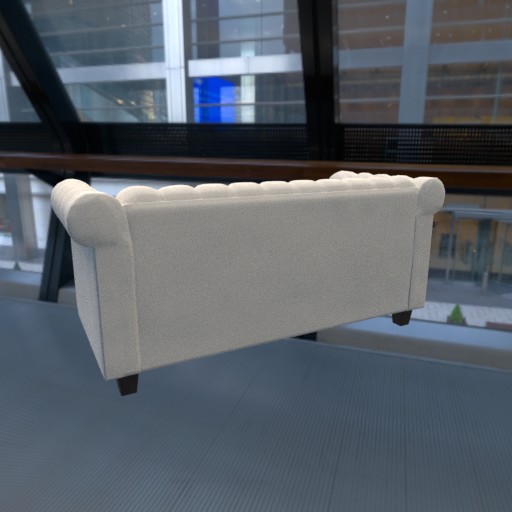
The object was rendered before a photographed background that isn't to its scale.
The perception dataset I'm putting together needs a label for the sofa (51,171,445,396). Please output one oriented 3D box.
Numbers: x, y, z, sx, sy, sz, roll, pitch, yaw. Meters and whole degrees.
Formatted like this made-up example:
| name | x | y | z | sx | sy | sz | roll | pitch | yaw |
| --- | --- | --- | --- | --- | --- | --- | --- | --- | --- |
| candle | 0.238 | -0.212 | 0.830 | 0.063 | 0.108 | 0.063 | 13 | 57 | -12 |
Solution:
| name | x | y | z | sx | sy | sz | roll | pitch | yaw |
| --- | --- | --- | --- | --- | --- | --- | --- | --- | --- |
| sofa | 0.000 | 0.000 | 2.248 | 1.798 | 0.796 | 0.771 | -7 | 15 | -27 |
